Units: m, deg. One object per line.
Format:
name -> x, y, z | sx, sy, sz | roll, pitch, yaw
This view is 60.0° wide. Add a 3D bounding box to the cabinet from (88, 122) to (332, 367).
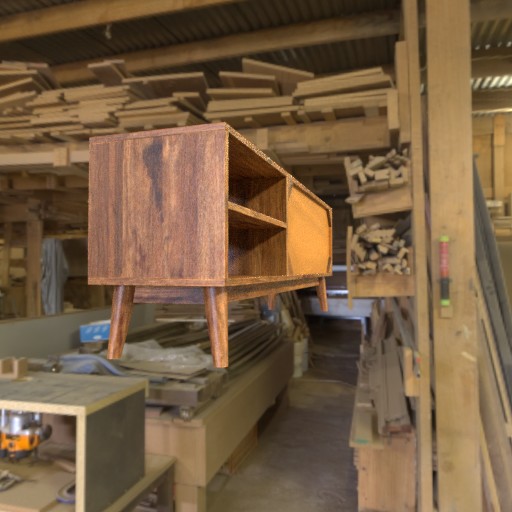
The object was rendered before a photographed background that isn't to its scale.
cabinet -> 0.000, 0.000, 1.676 | 0.349, 0.528, 1.448 | -1, -2, 19
